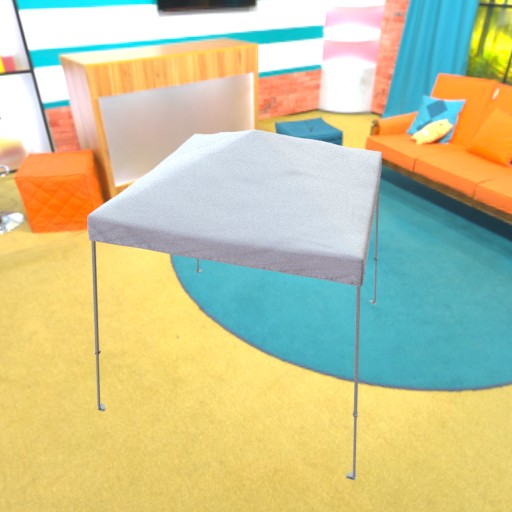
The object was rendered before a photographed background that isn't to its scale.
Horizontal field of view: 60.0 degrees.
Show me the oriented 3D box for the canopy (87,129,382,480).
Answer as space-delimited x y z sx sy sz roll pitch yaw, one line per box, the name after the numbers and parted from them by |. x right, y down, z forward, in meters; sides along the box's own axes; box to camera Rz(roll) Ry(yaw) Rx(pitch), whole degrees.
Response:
0.000 0.000 4.973 2.850 2.850 2.849 9 34 14 | canopy
